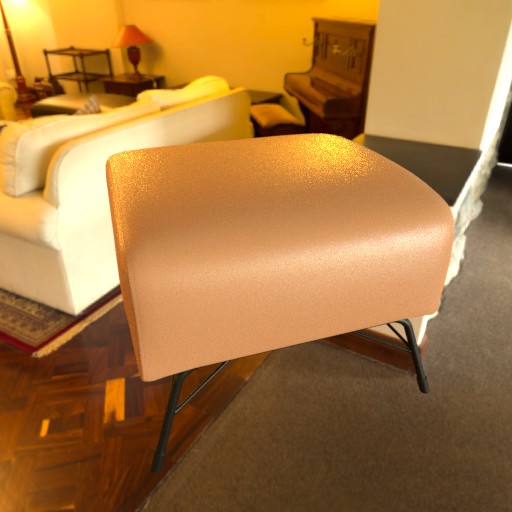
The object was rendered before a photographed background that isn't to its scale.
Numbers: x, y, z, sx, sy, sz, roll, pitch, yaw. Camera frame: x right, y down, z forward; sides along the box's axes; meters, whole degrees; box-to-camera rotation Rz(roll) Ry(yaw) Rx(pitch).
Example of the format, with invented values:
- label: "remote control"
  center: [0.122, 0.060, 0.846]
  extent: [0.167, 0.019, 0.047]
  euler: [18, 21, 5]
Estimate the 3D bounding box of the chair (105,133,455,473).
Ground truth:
- label: "chair"
  center: [0.000, 0.000, 0.889]
  extent: [0.530, 0.410, 0.530]
  euler: [-10, 31, -16]
